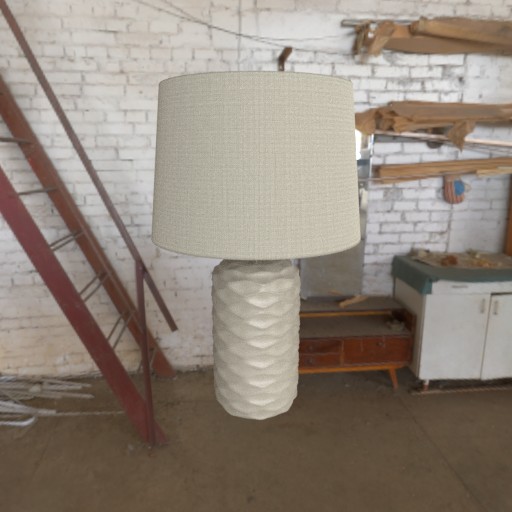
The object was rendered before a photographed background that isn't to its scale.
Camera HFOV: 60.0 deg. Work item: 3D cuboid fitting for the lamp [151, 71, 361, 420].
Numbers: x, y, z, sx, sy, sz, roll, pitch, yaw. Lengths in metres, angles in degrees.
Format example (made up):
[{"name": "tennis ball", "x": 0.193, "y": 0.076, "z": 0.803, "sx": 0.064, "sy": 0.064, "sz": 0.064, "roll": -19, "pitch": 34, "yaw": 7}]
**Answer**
[{"name": "lamp", "x": 0.000, "y": 0.000, "z": 0.826, "sx": 0.376, "sy": 0.594, "sz": 0.376, "roll": 0, "pitch": 14, "yaw": 0}]
